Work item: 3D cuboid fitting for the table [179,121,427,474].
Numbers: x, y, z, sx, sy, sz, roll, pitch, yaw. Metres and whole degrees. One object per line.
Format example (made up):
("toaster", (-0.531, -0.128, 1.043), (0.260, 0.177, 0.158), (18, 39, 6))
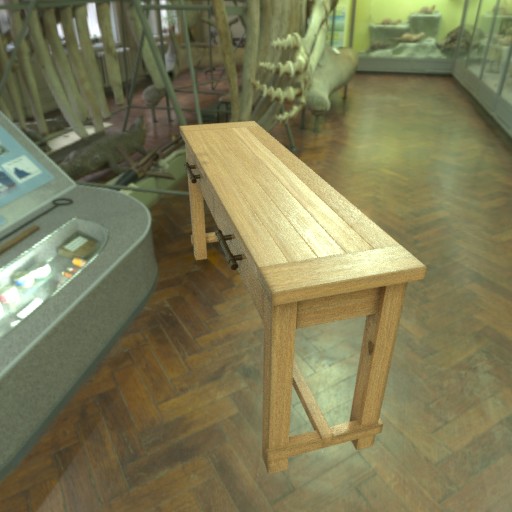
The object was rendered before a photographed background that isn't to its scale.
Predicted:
("table", (0.000, 0.000, 1.921), (0.442, 0.762, 1.599), (-8, 31, -14))
